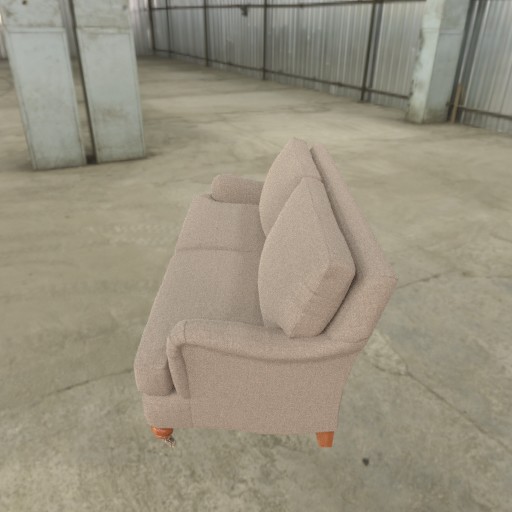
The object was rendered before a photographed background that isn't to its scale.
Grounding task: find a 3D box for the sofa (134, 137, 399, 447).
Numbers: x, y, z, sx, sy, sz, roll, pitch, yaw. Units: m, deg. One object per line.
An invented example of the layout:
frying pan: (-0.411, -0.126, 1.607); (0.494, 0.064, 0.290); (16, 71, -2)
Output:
sofa: (0.000, 0.000, 2.796); (1.087, 1.054, 2.160); (0, 28, 0)
